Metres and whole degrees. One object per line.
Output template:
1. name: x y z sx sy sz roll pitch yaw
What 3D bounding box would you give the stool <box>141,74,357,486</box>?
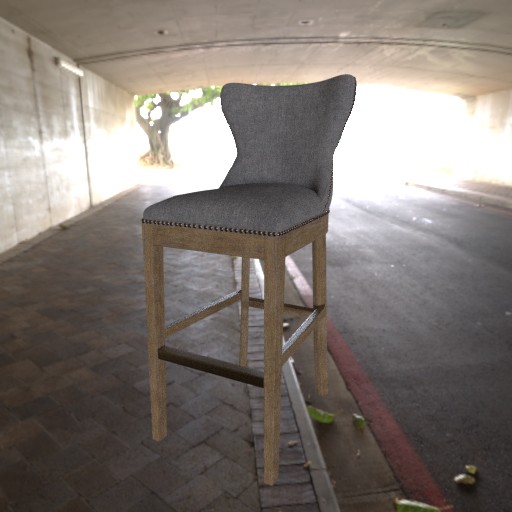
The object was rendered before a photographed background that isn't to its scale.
1. stool: 0.000 0.000 1.434 0.494 1.123 0.606 7 16 27
